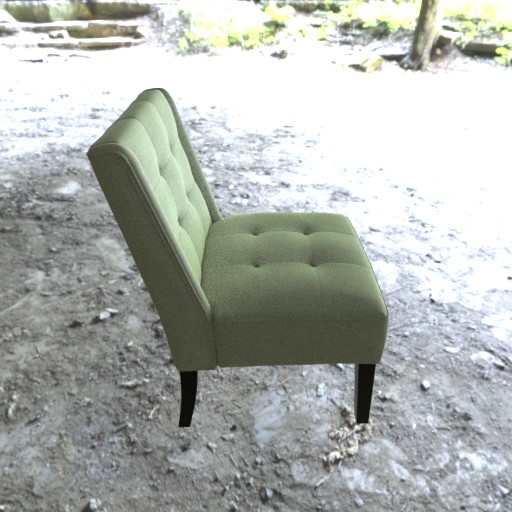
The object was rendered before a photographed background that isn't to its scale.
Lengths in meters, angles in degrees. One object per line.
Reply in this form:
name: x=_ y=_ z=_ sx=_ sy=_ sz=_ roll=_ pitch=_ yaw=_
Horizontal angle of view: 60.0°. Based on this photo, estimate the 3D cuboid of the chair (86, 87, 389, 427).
chair: x=0.000 y=0.000 z=1.306 sx=0.676 sy=0.853 sz=0.569 roll=-1 pitch=32 yaw=-1
